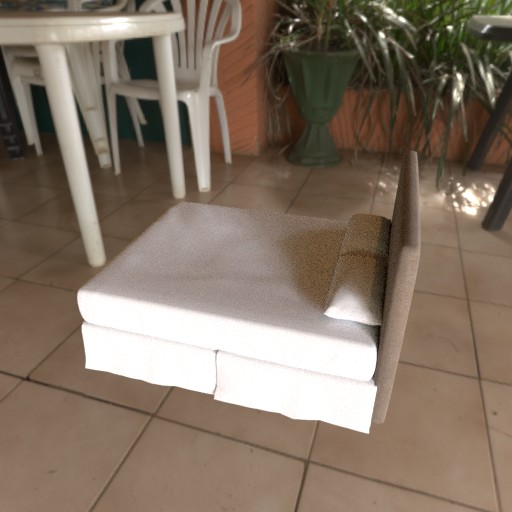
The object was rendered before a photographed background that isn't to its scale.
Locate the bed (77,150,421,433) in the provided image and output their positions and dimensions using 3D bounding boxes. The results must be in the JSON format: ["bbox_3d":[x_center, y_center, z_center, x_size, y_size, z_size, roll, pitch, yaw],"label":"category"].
[{"bbox_3d":[0.000,0.000,3.336,2.142,1.330,1.723,9,31,15],"label":"bed"}]
